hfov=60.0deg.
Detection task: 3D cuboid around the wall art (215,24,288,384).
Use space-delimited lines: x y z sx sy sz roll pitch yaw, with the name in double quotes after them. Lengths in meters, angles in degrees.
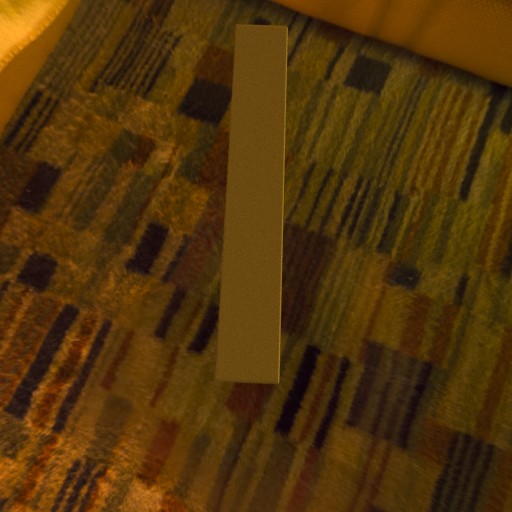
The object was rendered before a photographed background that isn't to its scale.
0.000 0.000 0.478 0.039 0.381 0.252 2 76 1 "wall art"
